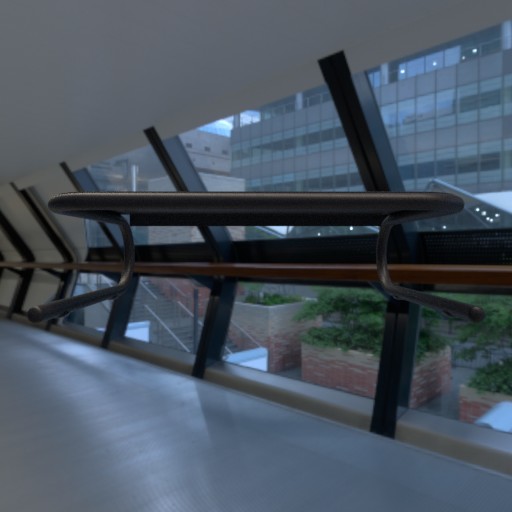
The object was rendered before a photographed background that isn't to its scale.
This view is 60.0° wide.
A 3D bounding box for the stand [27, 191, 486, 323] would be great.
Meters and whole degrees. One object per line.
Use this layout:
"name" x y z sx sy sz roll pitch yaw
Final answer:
"stand" 0.000 0.000 0.492 0.370 0.108 0.280 0 1 0
